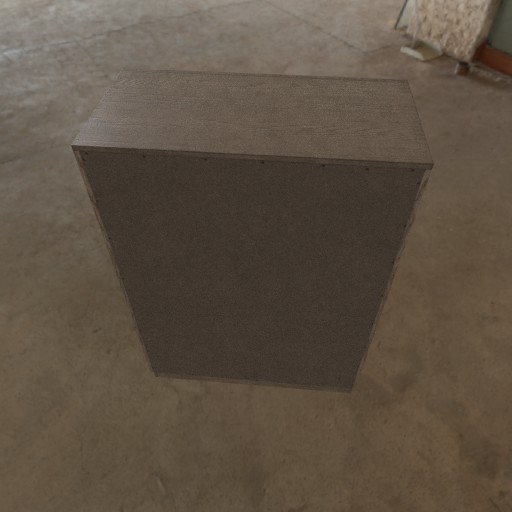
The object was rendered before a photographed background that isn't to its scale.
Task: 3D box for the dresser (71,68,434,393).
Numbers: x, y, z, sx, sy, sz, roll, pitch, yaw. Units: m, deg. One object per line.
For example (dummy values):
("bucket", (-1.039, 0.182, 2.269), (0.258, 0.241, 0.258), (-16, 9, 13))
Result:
("dresser", (0.000, 0.000, 1.810), (0.967, 1.295, 0.483), (4, 47, 4))
